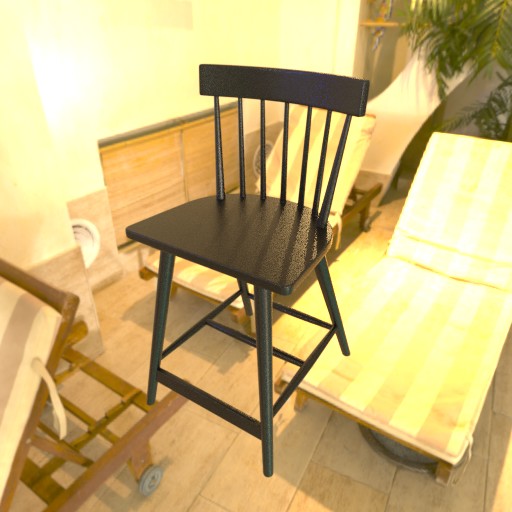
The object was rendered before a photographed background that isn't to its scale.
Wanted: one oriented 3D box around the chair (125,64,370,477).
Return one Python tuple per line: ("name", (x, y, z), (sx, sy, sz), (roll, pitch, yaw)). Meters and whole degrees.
("chair", (0.000, 0.000, 1.249), (0.483, 0.952, 0.572), (18, 35, 28))
